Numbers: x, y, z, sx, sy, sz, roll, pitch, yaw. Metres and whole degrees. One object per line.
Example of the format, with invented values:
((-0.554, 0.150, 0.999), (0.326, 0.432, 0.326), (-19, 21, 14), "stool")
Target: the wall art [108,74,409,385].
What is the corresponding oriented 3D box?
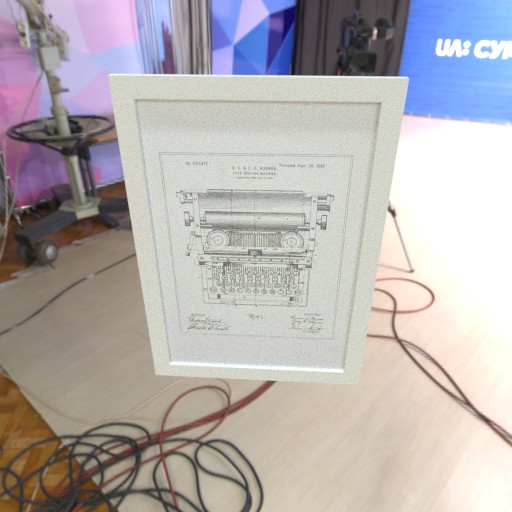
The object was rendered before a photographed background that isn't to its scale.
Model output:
((0.000, 0.000, 0.700), (0.381, 0.533, 0.013), (2, 31, 3), "wall art")
